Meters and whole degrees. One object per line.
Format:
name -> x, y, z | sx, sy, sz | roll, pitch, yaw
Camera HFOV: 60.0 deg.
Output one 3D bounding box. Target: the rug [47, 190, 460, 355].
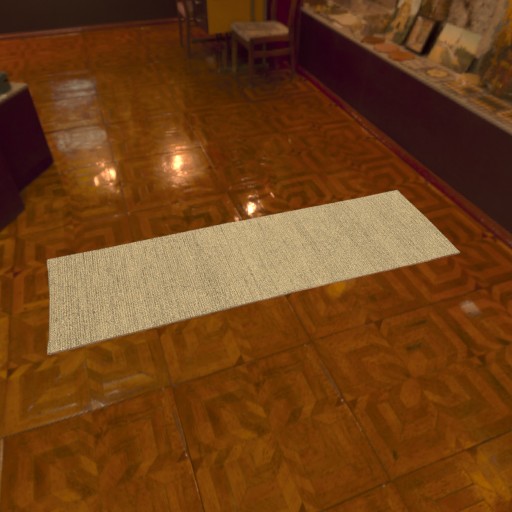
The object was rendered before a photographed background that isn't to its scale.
rug -> 0.000, 0.000, 2.588 | 2.320, 0.032, 0.692 | -12, 43, -13
